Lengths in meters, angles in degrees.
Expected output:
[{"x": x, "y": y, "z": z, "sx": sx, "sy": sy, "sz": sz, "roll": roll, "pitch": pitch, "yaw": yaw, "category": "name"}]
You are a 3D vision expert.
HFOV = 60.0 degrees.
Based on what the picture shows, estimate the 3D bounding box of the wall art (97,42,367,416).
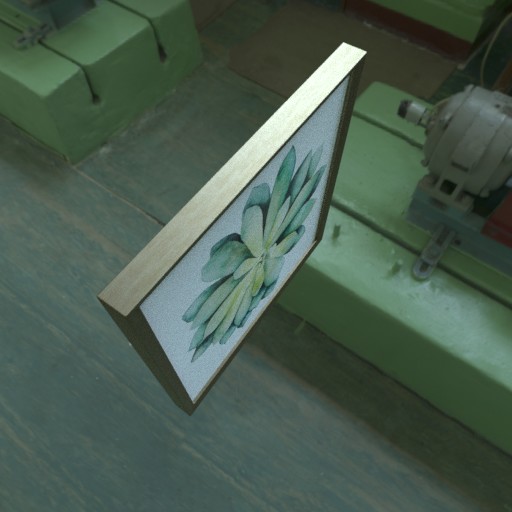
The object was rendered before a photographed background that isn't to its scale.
[{"x": 0.000, "y": 0.000, "z": 0.761, "sx": 0.040, "sy": 0.506, "sz": 0.503, "roll": 31, "pitch": 64, "yaw": 17, "category": "wall art"}]
